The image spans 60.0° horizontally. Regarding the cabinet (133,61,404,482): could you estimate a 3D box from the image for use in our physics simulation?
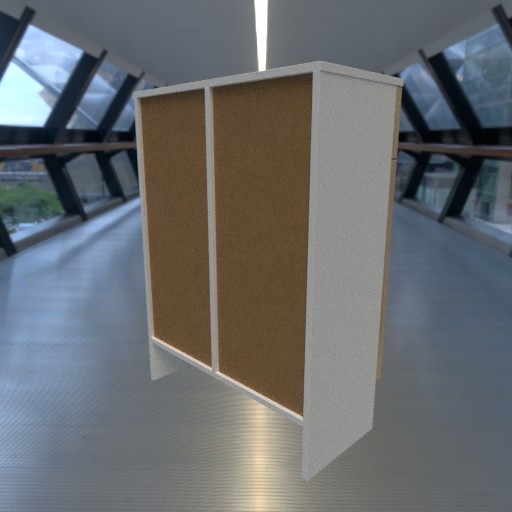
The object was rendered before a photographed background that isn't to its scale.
[{"bbox_3d":[0.000,0.000,1.133,0.296,0.815,0.600,-13,19,-43],"label":"cabinet"}]
